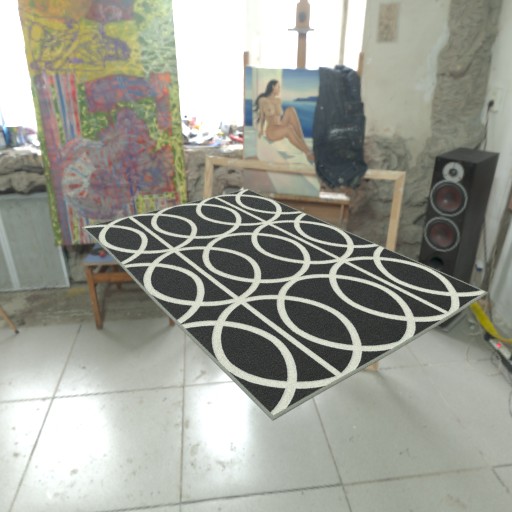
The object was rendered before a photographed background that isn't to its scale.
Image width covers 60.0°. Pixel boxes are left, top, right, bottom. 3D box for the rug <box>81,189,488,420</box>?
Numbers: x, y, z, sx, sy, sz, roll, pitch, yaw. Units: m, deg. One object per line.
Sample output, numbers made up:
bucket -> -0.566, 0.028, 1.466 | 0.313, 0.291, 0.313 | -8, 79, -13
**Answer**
rug -> 0.000, 0.000, 2.861 | 1.526, 0.014, 2.290 | -18, 32, -32
